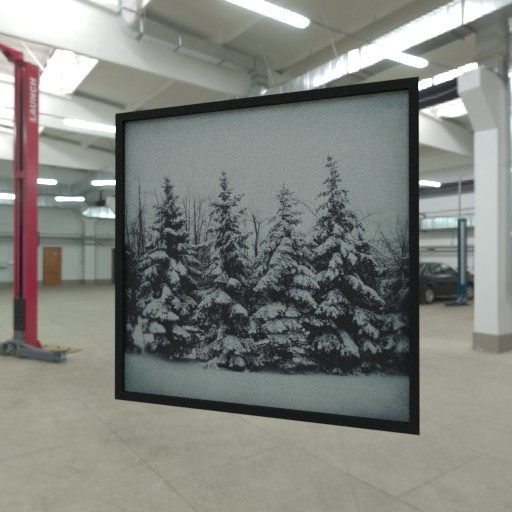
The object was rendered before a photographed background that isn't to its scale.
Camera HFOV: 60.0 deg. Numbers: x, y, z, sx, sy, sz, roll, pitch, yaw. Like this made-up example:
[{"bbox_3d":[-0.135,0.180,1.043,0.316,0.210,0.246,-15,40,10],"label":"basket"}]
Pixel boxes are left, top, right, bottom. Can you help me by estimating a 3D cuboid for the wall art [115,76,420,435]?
[{"bbox_3d":[0.000,0.000,0.443,0.305,0.305,0.037,0,0,18],"label":"wall art"}]
